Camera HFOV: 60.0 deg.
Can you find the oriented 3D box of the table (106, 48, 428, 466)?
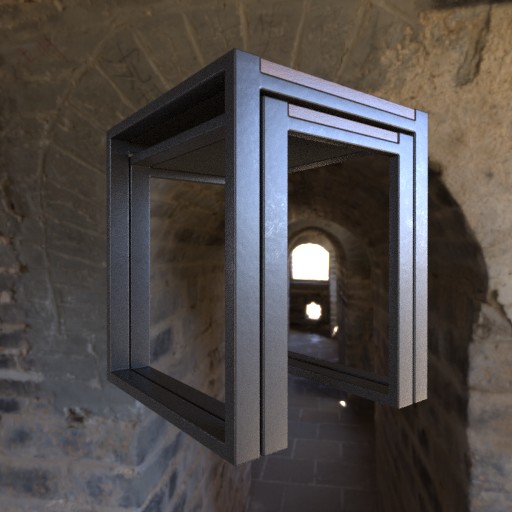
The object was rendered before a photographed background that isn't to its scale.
[{"bbox_3d":[0.000,0.000,0.913,0.449,0.550,0.500,0,1,-37],"label":"table"}]
